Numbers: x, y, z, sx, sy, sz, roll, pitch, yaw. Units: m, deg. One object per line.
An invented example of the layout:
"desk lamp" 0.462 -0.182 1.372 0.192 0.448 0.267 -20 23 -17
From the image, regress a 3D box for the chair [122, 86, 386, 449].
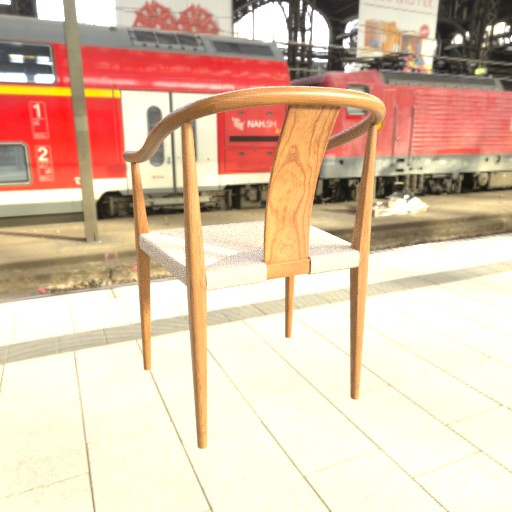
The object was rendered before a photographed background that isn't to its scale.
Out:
"chair" 0.000 0.000 1.186 0.556 0.800 0.579 -7 17 -26
